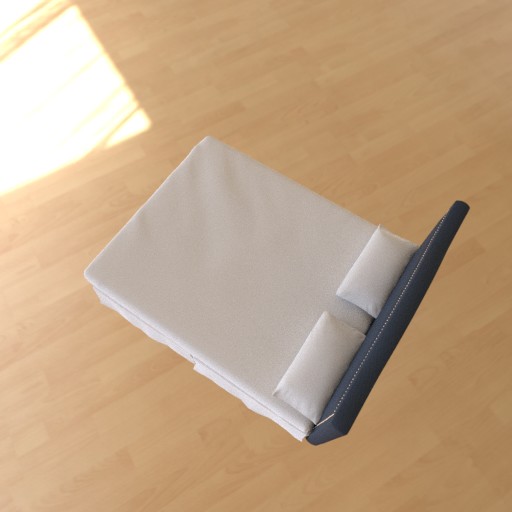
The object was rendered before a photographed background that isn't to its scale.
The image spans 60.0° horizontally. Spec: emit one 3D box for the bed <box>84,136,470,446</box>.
[{"bbox_3d":[0.000,0.000,3.459,2.282,1.436,1.821,31,69,14],"label":"bed"}]
